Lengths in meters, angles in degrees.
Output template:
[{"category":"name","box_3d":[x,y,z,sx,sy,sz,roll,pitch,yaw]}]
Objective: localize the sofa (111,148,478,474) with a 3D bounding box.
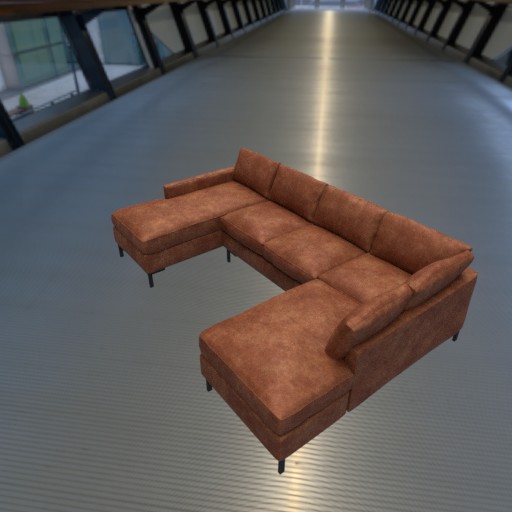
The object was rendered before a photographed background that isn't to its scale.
[{"category":"sofa","box_3d":[0.000,0.000,3.832,1.939,0.900,2.956,-22,38,-31]}]
